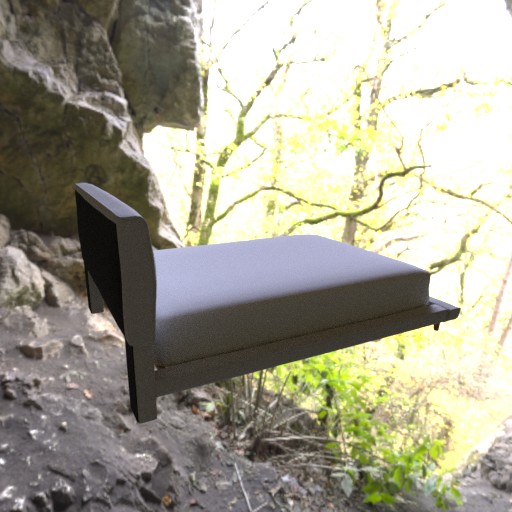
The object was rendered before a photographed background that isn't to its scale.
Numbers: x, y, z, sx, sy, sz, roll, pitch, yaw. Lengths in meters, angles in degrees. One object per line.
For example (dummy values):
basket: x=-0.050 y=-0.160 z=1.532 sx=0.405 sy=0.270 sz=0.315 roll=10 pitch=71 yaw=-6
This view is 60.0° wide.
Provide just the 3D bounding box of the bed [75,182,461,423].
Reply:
bed: x=0.000 y=0.000 z=3.356 sx=2.368 sy=1.067 sz=1.840 roll=-8 pitch=16 yaw=-26
